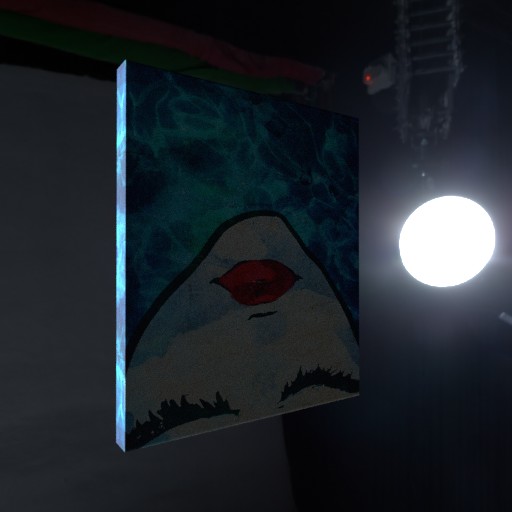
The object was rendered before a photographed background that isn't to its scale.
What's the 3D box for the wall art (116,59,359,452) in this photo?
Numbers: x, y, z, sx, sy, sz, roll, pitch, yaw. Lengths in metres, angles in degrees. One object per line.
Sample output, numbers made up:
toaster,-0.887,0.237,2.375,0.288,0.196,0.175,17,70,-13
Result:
wall art,0.000,0.000,0.708,0.432,0.508,0.038,0,-1,-34
